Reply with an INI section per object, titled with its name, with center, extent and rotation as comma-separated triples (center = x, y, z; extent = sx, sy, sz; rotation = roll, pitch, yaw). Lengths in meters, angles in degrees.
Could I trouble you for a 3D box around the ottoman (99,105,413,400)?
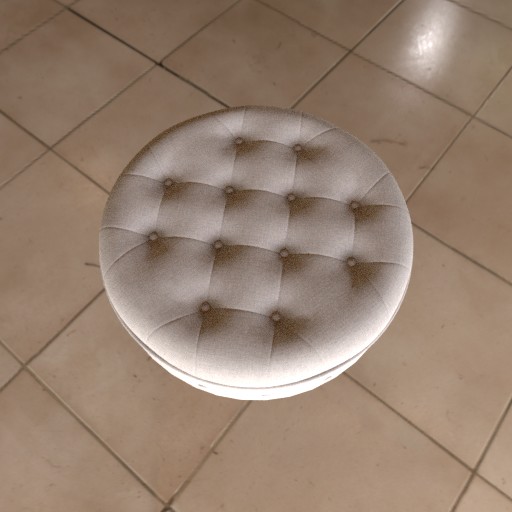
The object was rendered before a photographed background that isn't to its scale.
[ottoman]
center = 0.000, 0.000, 1.359
extent = 0.849, 0.478, 0.849
rotation = 0, 64, 0
